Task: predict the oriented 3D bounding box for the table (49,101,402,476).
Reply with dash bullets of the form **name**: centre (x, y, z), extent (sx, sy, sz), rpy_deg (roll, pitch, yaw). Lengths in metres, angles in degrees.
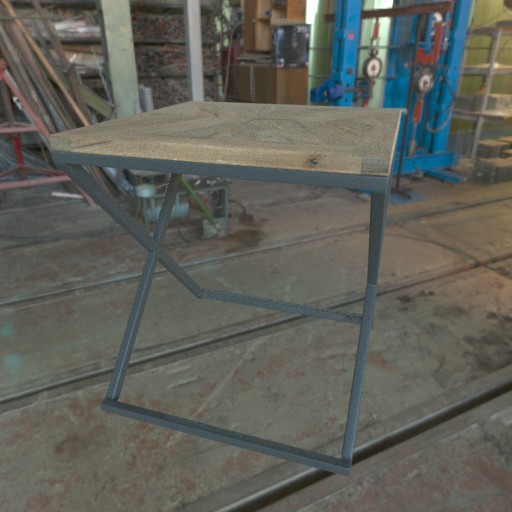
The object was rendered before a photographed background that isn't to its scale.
- **table**: centre (0.000, 0.000, 0.925), extent (0.499, 0.550, 0.498), rpy_deg (8, 26, 16)
